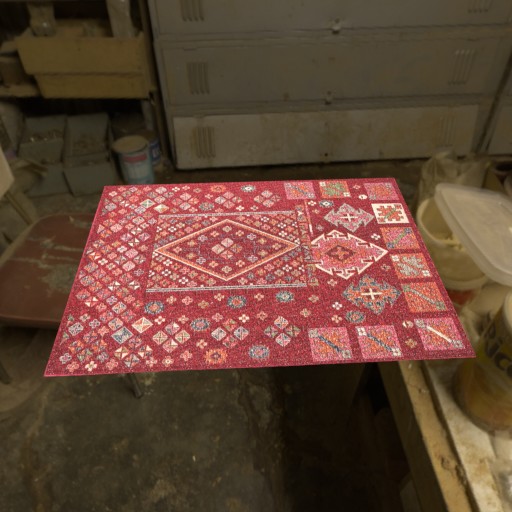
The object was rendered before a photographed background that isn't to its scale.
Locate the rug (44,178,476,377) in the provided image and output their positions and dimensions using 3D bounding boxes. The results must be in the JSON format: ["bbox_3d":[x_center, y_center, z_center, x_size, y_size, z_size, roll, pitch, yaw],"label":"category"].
[{"bbox_3d":[0.000,0.000,2.788,2.184,0.007,1.579,-2,45,-2],"label":"rug"}]
